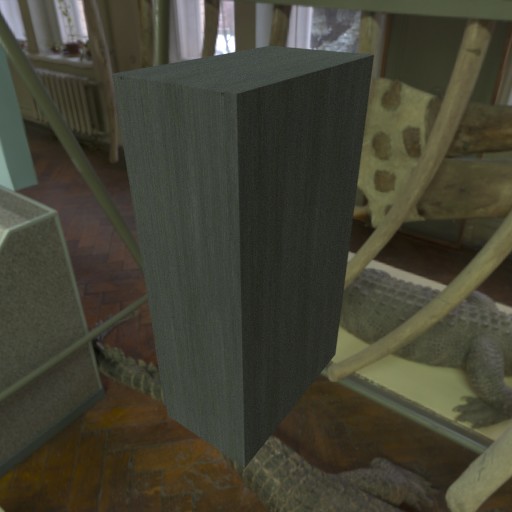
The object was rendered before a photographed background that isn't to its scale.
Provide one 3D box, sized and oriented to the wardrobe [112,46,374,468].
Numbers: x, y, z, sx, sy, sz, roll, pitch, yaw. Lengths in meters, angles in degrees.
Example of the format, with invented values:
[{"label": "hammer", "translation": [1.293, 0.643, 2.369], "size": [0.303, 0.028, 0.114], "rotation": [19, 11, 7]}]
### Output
[{"label": "wardrobe", "translation": [0.000, 0.000, 2.240], "size": [0.577, 1.808, 0.991], "rotation": [21, 37, 30]}]
